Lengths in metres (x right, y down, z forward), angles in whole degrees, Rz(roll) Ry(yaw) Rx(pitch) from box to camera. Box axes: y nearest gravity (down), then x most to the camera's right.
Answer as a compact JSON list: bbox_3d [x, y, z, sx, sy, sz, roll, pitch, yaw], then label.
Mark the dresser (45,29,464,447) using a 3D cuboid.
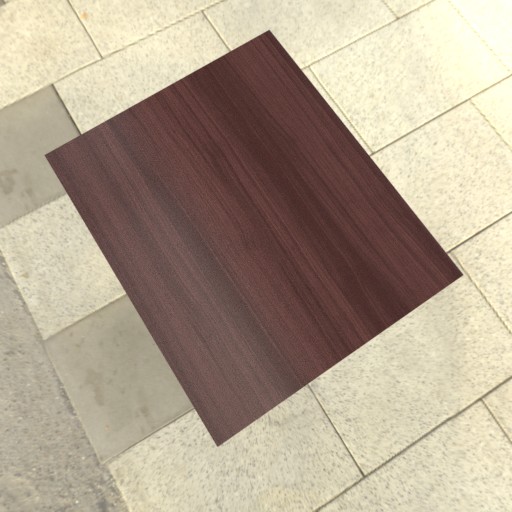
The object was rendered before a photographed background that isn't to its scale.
[{"bbox_3d":[0.000,0.000,0.756,0.360,0.470,0.400,-33,78,-8],"label":"dresser"}]
